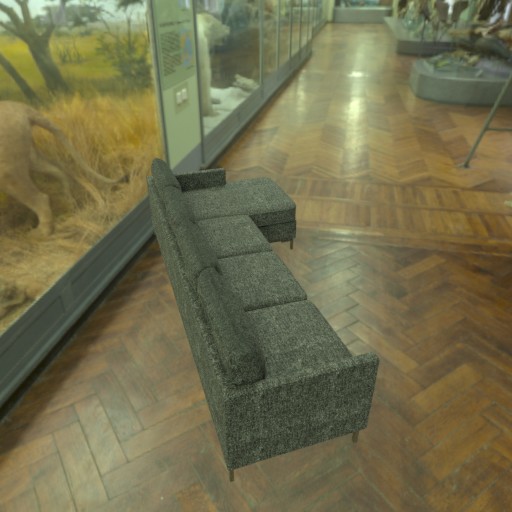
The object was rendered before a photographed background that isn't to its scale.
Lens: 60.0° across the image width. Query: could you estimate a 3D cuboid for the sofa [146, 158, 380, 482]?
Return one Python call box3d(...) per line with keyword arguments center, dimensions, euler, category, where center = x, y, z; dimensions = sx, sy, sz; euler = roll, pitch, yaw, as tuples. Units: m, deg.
box3d(center=(0.000, 0.000, 3.967), dimensions=(1.488, 0.970, 3.384), euler=(-10, 32, -16), category="sofa")
